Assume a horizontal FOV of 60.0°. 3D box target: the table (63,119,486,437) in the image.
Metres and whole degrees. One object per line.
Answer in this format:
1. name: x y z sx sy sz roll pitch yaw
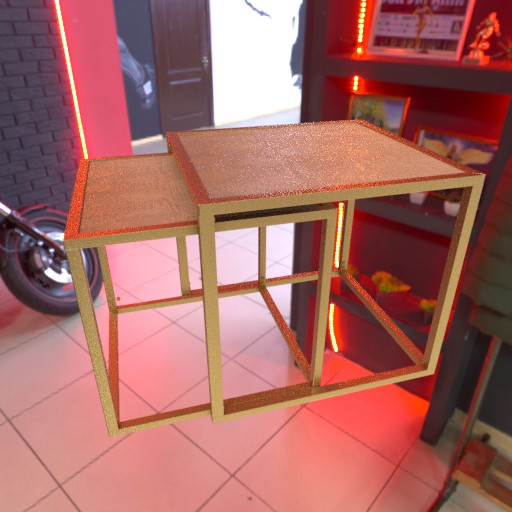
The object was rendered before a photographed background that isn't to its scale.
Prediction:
1. table: 0.000 0.000 1.077 0.762 0.505 0.505 -8 30 -14
